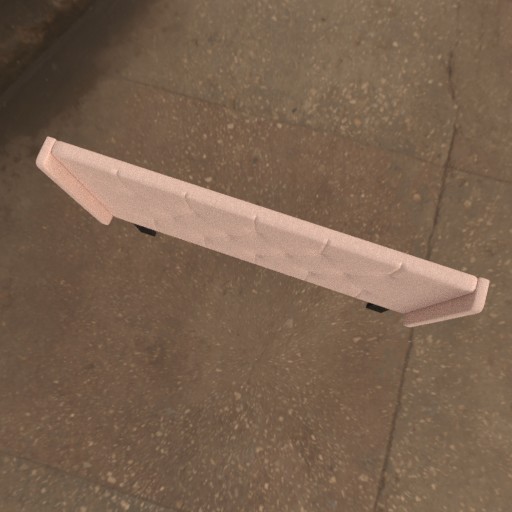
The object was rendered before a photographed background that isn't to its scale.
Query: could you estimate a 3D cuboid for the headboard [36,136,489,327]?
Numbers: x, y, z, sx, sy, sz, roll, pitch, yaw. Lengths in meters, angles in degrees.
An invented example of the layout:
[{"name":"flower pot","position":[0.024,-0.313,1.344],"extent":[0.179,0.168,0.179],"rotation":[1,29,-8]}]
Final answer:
[{"name":"headboard","position":[0.000,0.000,2.672],"extent":[2.051,1.524,0.184],"rotation":[19,78,4]}]
